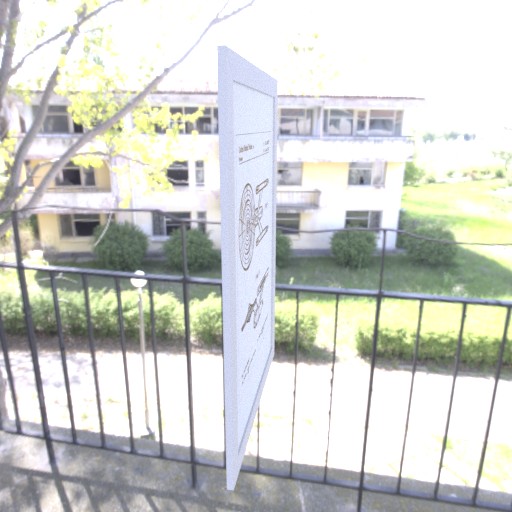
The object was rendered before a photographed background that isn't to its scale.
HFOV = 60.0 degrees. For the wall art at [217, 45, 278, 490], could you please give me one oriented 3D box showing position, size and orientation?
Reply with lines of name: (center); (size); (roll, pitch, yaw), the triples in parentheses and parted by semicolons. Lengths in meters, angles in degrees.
wall art: (0.000, 0.000, 0.837); (0.011, 0.659, 0.454); (3, 17, 10)
